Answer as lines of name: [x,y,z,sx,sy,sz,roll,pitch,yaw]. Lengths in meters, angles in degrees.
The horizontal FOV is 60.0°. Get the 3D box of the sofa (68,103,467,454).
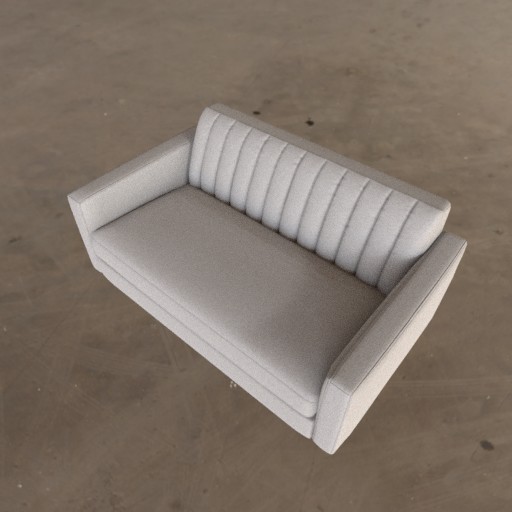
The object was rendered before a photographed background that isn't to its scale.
sofa: [0.000,0.000,2.141,1.585,0.801,0.950,31,54,27]
